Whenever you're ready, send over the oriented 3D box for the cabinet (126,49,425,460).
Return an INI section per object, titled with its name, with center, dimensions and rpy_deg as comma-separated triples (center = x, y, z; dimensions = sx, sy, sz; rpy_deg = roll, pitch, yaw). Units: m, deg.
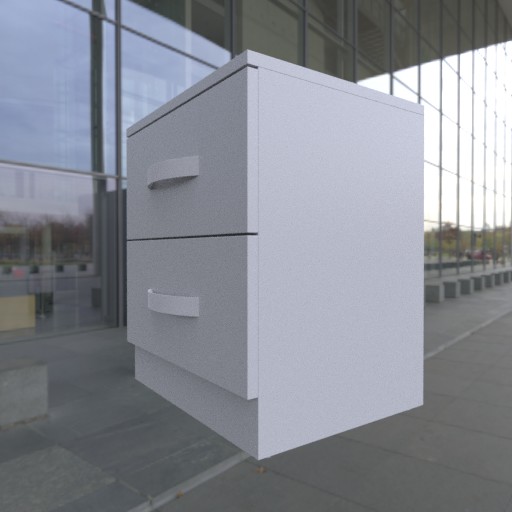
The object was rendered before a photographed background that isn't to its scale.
[cabinet]
center = 0.000, 0.000, 0.752
dimensions = 0.360, 0.470, 0.400
rpy_deg = -1, 1, -35
